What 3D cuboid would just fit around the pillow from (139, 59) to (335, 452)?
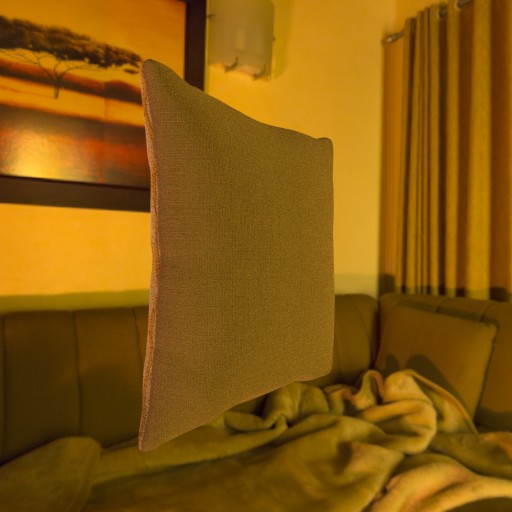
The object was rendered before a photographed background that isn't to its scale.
[{"bbox_3d":[0.000,0.000,0.657,0.159,0.436,0.429,0,1,37],"label":"pillow"}]
